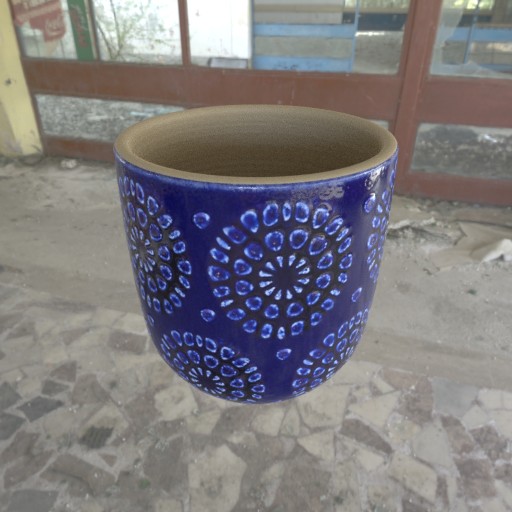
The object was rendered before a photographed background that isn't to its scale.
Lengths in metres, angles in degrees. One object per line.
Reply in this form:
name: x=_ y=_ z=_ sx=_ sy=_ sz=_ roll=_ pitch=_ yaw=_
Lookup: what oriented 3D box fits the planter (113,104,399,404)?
planter: x=0.000 y=0.000 z=0.201 sx=0.109 sy=0.112 sz=0.109 roll=0 pitch=30 yaw=0
